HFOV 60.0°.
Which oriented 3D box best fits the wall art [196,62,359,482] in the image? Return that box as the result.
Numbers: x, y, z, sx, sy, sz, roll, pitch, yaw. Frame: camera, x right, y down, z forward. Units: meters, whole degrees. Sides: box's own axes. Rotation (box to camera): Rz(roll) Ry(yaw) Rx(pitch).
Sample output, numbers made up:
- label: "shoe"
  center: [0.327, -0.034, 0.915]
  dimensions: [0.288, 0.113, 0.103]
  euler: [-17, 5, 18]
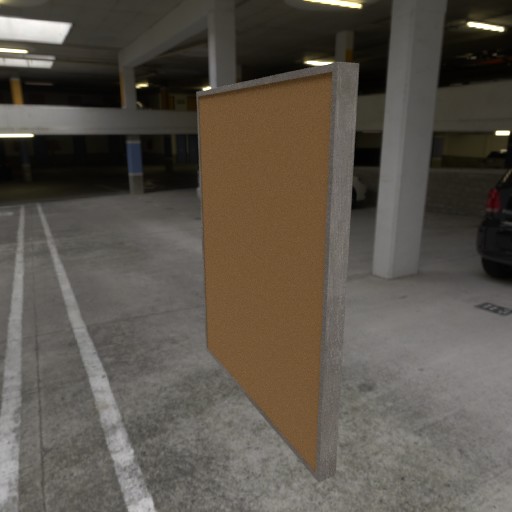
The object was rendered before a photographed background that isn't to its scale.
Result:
- label: "wall art"
  center: [0.000, 0.000, 0.709]
  dimensions: [0.032, 0.521, 0.421]
  euler: [-8, 18, -26]
